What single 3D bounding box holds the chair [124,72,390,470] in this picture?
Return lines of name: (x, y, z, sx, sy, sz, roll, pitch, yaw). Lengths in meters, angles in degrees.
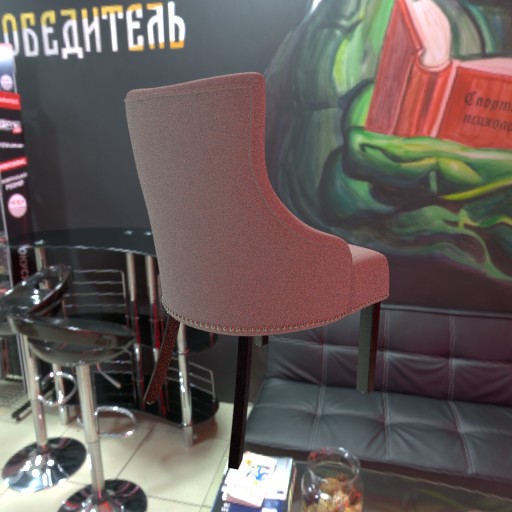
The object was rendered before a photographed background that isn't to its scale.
chair: (0.000, 0.000, 1.296, 0.629, 0.909, 0.566, -14, 20, -43)
